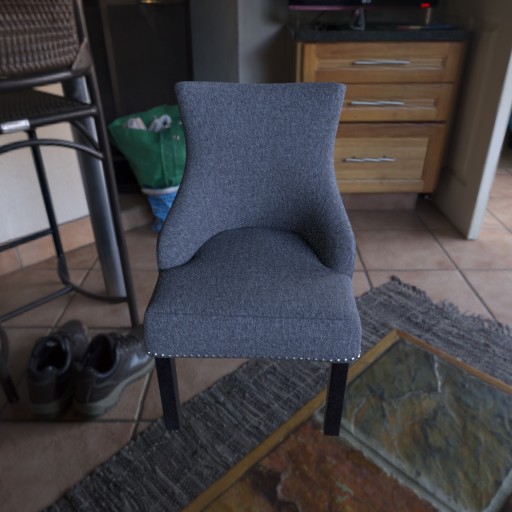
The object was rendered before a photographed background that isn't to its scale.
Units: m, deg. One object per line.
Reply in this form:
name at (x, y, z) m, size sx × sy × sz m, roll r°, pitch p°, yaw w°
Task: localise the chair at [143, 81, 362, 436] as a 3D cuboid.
chair at (0.000, 0.000, 1.324) m, size 0.566 × 0.909 × 0.629 m, roll 1°, pitch 30°, yaw 2°
